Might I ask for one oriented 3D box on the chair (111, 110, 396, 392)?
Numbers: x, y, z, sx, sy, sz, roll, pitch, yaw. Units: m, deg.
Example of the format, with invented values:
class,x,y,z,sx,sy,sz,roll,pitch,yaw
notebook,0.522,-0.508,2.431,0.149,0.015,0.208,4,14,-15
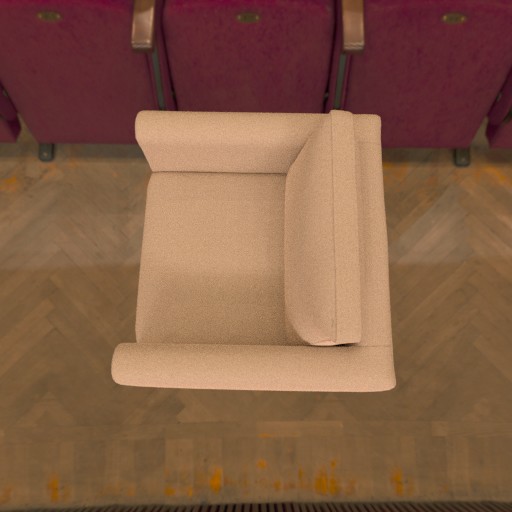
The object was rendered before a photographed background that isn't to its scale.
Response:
class,x,y,z,sx,sy,sz,roll,pitch,yaw
chair,0.000,0.000,1.715,0.896,0.915,0.982,1,75,0
